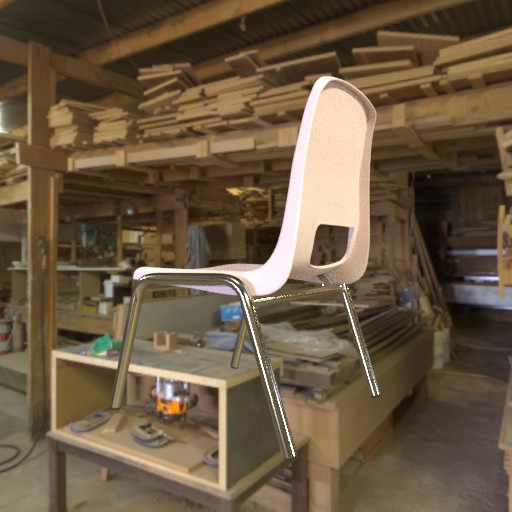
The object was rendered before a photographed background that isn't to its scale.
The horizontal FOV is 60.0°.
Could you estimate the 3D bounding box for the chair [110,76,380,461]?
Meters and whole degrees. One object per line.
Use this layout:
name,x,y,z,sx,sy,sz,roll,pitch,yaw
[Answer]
chair,0.000,0.000,0.806,0.385,0.537,0.354,0,1,36
